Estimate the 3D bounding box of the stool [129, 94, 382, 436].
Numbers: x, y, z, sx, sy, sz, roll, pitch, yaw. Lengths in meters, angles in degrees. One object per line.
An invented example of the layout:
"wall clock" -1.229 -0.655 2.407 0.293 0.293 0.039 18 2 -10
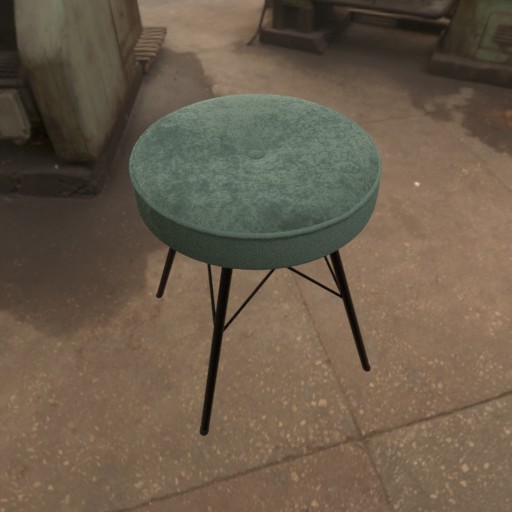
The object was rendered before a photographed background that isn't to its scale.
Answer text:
"stool" 0.000 0.000 0.897 0.458 0.519 0.457 -10 47 -9
